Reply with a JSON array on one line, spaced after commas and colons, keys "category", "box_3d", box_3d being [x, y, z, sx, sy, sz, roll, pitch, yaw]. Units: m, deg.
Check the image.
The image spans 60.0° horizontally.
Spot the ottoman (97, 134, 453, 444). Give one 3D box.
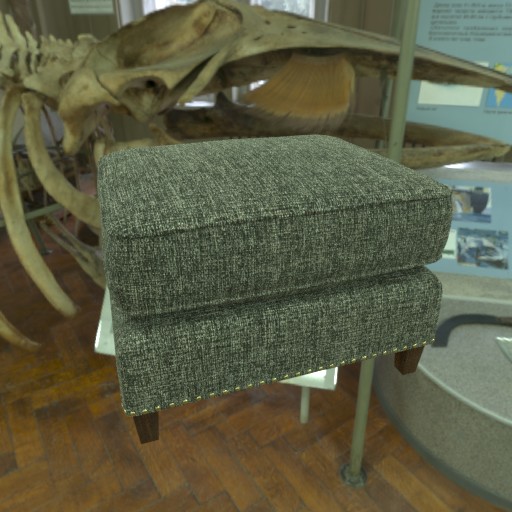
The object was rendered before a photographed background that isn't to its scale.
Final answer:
[{"category": "ottoman", "box_3d": [0.000, 0.000, 1.131, 0.738, 0.537, 0.589, -9, 28, -17]}]
